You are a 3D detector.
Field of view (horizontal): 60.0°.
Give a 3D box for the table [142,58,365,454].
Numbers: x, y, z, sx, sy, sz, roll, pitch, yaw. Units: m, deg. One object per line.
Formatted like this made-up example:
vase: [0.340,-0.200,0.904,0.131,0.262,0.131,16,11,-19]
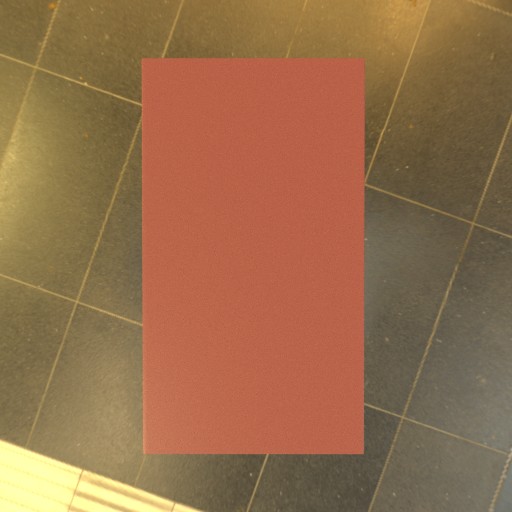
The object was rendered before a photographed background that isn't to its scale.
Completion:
table: [0.000,0.000,1.441,0.612,0.493,1.068,0,91,0]
